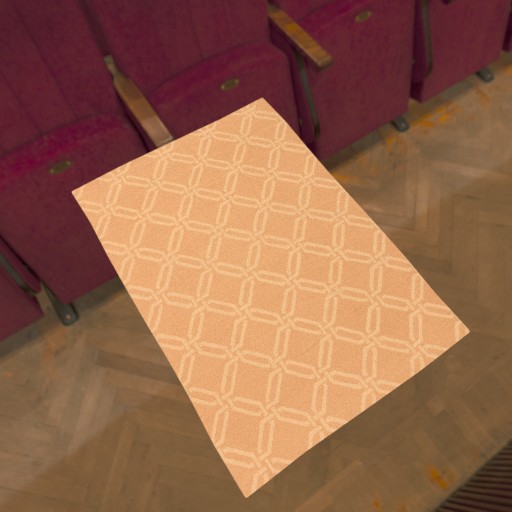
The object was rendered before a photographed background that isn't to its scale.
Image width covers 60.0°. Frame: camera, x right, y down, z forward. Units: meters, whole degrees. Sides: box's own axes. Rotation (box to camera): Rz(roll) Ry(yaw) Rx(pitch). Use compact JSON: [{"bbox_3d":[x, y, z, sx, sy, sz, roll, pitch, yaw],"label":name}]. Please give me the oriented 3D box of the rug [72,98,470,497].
[{"bbox_3d":[0.000,0.000,2.706,1.524,0.013,2.135,-31,68,-14],"label":"rug"}]
